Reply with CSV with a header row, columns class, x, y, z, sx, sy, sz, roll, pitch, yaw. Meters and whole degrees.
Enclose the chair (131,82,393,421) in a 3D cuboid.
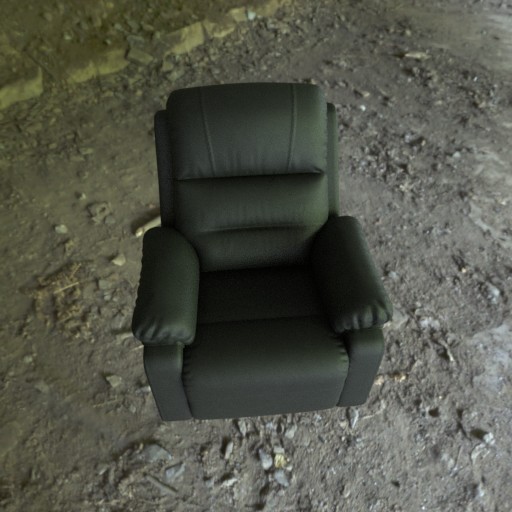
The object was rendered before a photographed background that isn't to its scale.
class,x,y,z,sx,sy,sz,roll,pitch,yaw
chair,0.000,0.000,1.674,0.855,0.992,0.919,-4,46,-3
